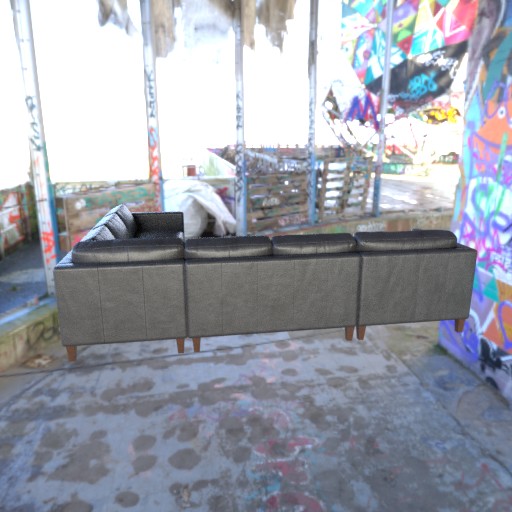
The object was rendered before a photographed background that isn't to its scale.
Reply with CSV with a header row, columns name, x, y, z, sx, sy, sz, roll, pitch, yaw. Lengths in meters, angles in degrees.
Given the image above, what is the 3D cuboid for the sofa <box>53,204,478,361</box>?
name,x,y,z,sx,sy,sz,roll,pitch,yaw
sofa,0.000,0.000,4.630,3.324,0.891,2.452,-2,15,-9
